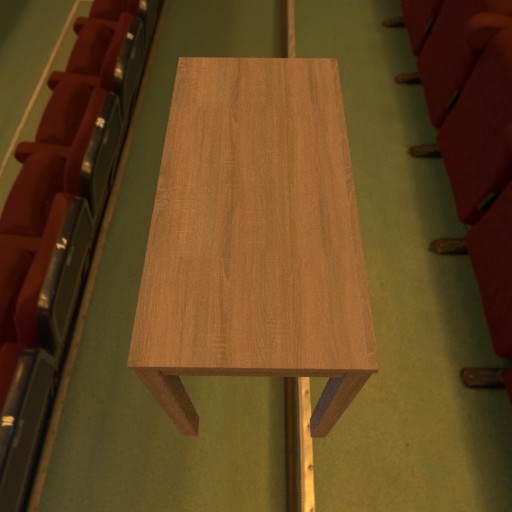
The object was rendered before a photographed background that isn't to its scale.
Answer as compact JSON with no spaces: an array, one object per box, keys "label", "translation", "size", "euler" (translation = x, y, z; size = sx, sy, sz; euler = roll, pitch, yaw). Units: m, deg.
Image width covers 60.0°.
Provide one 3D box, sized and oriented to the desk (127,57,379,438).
[{"label":"desk","translation":[0.000,0.000,1.453],"size":[0.495,0.762,0.991],"euler":[1,58,0]}]
